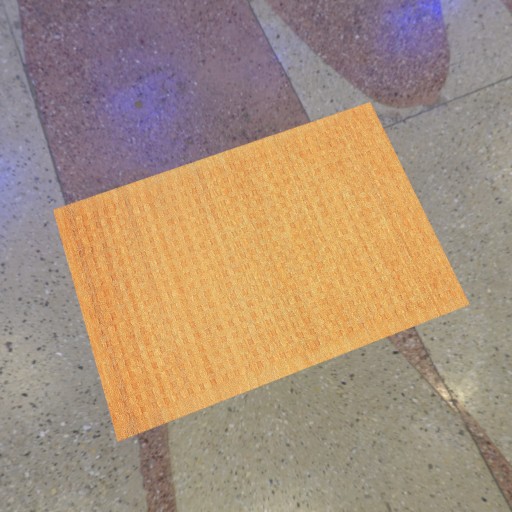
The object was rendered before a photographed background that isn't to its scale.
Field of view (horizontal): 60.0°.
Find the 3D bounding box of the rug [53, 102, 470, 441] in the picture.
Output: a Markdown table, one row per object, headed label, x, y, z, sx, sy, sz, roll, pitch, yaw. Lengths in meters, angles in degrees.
| label | x | y | z | sx | sy | sz | roll | pitch | yaw |
| --- | --- | --- | --- | --- | --- | --- | --- | --- | --- |
| rug | 0.000 | 0.000 | 2.850 | 2.285 | 0.006 | 1.524 | -20 | 77 | -5 |
